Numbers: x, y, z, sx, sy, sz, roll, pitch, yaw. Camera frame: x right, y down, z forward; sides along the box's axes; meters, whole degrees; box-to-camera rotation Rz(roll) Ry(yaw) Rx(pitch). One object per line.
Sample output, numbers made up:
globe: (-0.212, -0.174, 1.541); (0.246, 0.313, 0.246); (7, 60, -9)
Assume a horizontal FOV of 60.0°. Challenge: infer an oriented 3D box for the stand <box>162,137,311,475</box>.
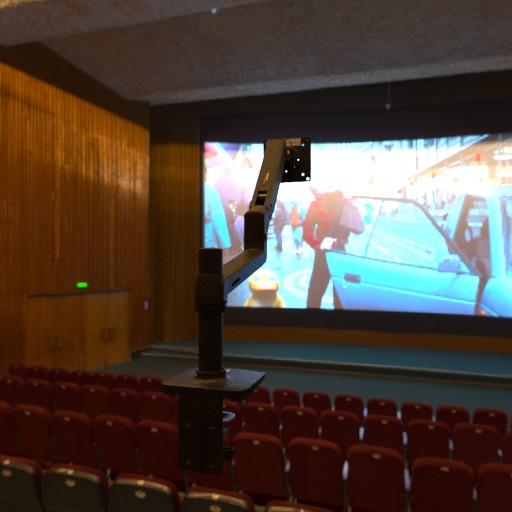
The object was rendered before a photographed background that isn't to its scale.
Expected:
stand: (0.000, 0.000, 1.027); (0.152, 0.713, 0.650); (0, 0, 16)
